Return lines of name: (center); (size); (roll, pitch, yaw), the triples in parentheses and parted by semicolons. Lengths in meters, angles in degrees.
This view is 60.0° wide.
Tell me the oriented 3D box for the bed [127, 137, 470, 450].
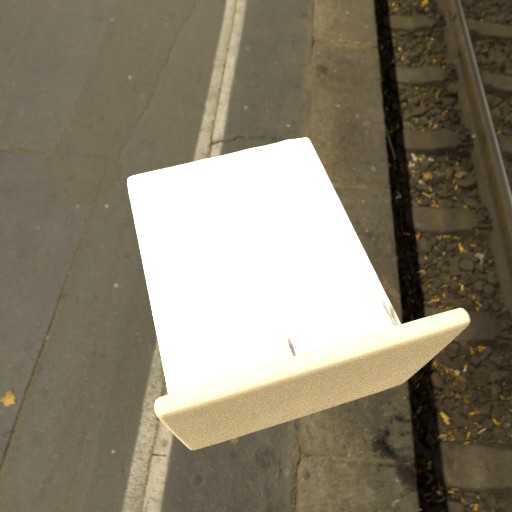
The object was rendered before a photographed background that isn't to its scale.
bed: (0.000, 0.000, 3.210); (1.723, 1.330, 2.142); (-15, 61, -8)
